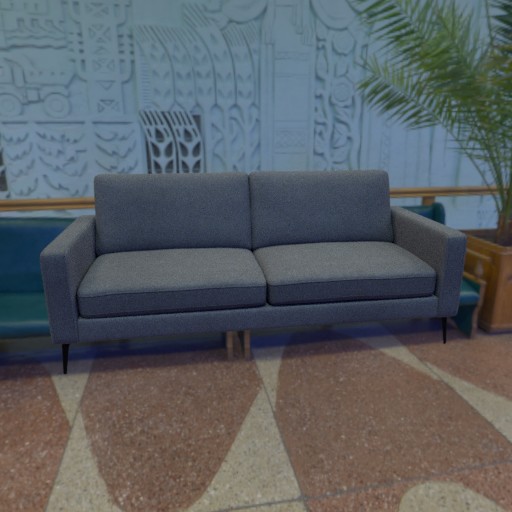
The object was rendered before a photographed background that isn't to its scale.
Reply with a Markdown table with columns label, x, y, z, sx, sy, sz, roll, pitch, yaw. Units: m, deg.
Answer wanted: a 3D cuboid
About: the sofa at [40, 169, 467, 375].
| label | x | y | z | sx | sy | sz | roll | pitch | yaw |
| --- | --- | --- | --- | --- | --- | --- | --- | --- | --- |
| sofa | 0.000 | 0.000 | 2.355 | 1.925 | 0.828 | 0.774 | -3 | 17 | -8 |
